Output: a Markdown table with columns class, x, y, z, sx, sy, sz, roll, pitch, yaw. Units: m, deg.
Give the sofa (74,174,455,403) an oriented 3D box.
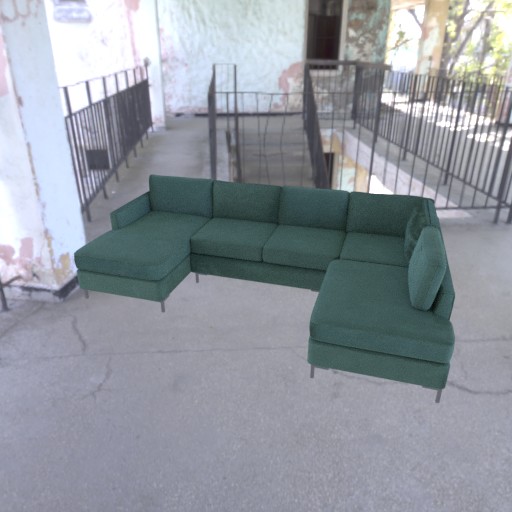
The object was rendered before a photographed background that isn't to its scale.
| class | x | y | z | sx | sy | sz | roll | pitch | yaw |
| --- | --- | --- | --- | --- | --- | --- | --- | --- | --- |
| sofa | 0.000 | 0.000 | 4.306 | 3.434 | 0.992 | 2.055 | 7 | 26 | 15 |
